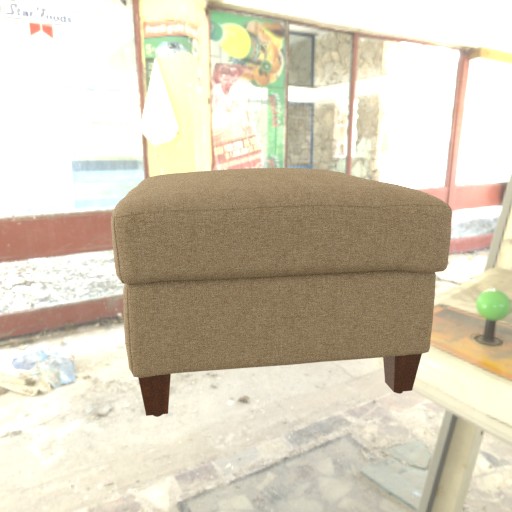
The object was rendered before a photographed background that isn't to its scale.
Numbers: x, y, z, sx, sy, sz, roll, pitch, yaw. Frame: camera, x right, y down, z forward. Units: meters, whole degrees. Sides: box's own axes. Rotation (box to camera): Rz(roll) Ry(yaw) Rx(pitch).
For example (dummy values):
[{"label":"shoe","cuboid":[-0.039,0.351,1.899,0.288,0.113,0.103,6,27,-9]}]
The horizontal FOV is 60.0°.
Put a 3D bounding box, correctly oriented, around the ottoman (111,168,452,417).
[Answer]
[{"label":"ottoman","cuboid":[0.000,0.000,1.303,0.692,0.511,0.889,-2,14,-9]}]
